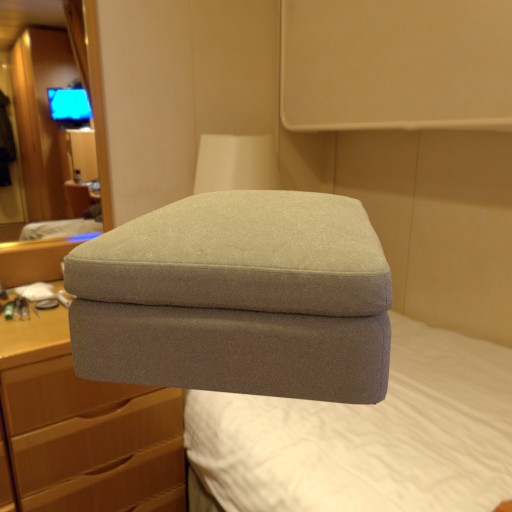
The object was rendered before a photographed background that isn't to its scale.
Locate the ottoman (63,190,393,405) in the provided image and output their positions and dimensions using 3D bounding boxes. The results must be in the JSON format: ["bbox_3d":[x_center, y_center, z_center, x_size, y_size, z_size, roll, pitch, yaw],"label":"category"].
[{"bbox_3d":[0.000,0.000,1.628,0.840,0.429,1.199,2,15,9],"label":"ottoman"}]
